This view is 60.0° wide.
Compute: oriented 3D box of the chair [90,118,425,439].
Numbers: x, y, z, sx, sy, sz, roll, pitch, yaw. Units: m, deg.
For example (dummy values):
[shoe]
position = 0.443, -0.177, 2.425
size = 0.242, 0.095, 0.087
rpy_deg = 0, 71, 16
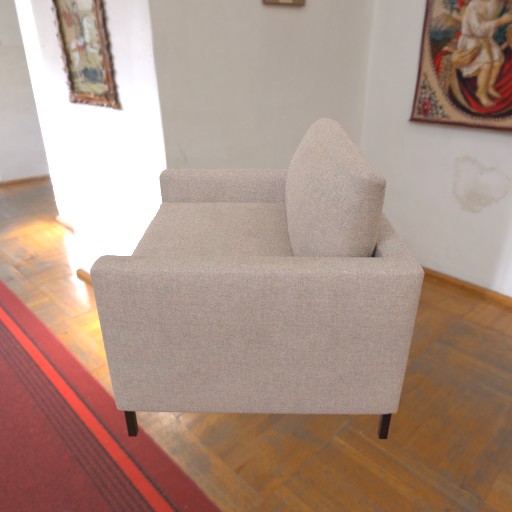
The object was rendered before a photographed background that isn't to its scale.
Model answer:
[chair]
position = 0.000, 0.000, 1.605
size = 0.866, 0.861, 0.963
rpy_deg = 0, 26, 1
